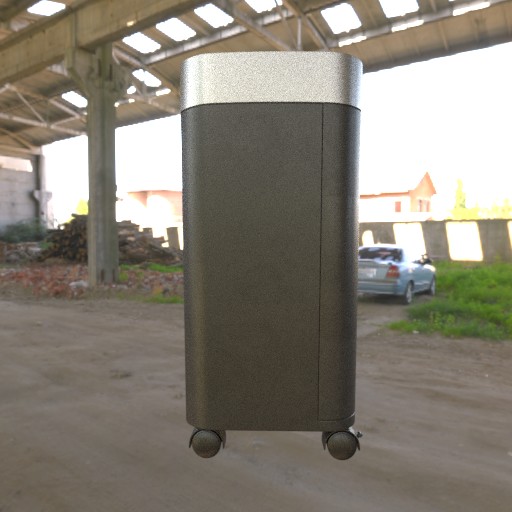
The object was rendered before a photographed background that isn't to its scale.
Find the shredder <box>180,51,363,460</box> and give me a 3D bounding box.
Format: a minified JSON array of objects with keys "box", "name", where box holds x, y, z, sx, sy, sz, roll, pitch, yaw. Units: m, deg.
[{"box":[0.000,0.000,0.601,0.237,0.419,0.311,0,2,2],"name":"shredder"}]
